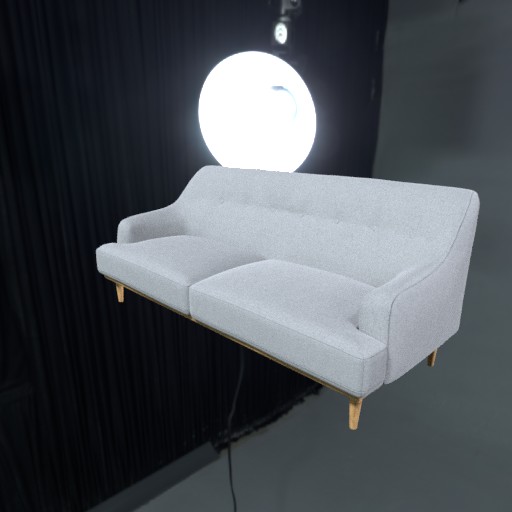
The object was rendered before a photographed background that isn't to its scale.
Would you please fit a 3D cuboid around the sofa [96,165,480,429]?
[{"bbox_3d":[0.000,0.000,2.509,0.978,0.871,2.057,-15,22,-42],"label":"sofa"}]
